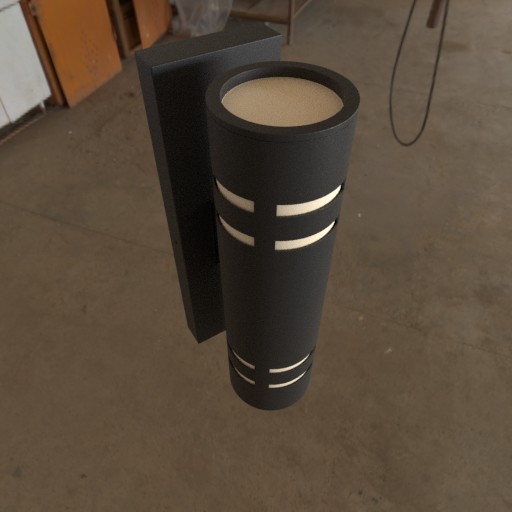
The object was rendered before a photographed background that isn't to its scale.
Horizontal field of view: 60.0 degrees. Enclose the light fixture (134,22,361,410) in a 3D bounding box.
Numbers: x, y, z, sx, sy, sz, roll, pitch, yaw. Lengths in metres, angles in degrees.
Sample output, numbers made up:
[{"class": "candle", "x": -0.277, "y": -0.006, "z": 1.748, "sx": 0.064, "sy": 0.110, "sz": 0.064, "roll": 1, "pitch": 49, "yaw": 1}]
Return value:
[{"class": "light fixture", "x": 0.000, "y": 0.000, "z": 0.397, "sx": 0.105, "sy": 0.330, "sz": 0.149, "roll": -24, "pitch": 51, "yaw": -21}]
